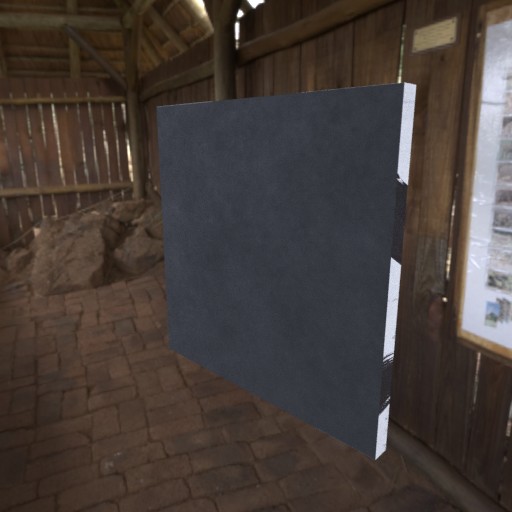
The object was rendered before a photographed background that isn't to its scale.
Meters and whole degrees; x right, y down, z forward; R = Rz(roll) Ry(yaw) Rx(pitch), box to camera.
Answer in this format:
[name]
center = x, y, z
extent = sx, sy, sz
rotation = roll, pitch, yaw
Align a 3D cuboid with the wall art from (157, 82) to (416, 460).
[wall art]
center = 0.000, 0.000, 1.136
extent = 0.765, 0.765, 0.046
rotation = 14, 20, 43
